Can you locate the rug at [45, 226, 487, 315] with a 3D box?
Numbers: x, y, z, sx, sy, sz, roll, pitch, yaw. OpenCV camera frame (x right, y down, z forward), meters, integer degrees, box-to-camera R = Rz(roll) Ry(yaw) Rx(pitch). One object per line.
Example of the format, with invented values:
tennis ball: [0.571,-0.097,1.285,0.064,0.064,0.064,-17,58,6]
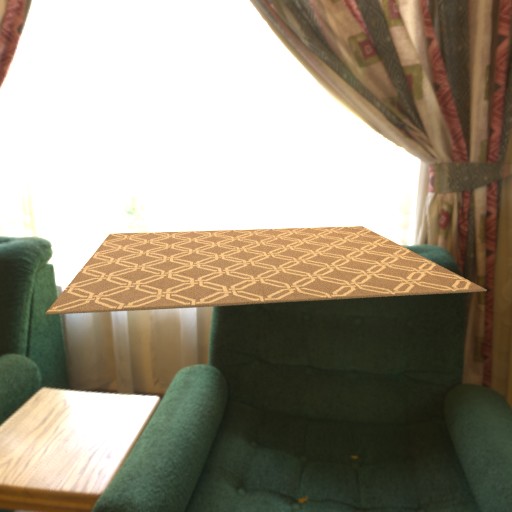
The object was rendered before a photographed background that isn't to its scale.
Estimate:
rug: [0.000,0.000,3.953,2.895,0.018,2.288,-2,15,-8]
